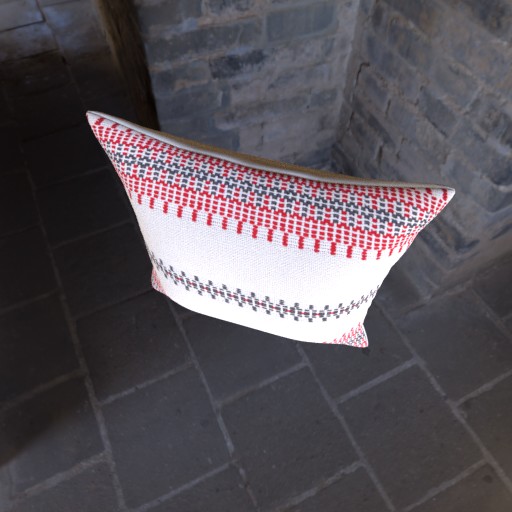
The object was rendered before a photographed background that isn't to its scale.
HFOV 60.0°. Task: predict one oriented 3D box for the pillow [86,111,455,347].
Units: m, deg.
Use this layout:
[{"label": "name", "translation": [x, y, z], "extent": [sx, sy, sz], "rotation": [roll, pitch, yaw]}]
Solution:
[{"label": "pillow", "translation": [0.000, 0.000, 0.718], "extent": [0.463, 0.454, 0.160], "rotation": [14, 58, 9]}]
